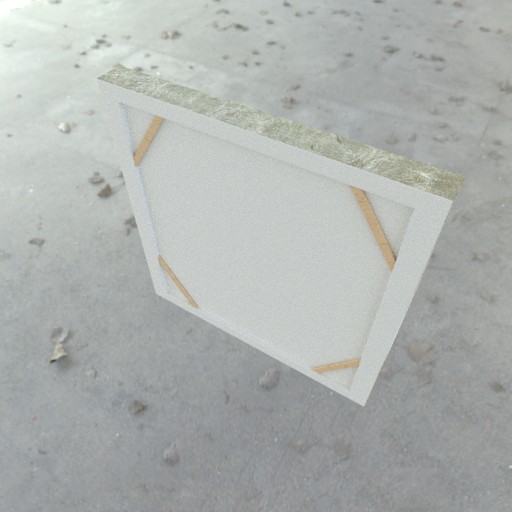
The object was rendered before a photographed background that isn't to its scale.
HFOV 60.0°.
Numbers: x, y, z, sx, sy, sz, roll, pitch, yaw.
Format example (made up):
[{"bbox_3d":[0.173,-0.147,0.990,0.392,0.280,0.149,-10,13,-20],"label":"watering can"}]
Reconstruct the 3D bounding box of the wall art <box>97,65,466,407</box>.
[{"bbox_3d":[0.000,0.000,0.597,0.405,0.407,0.038,25,53,21],"label":"wall art"}]
